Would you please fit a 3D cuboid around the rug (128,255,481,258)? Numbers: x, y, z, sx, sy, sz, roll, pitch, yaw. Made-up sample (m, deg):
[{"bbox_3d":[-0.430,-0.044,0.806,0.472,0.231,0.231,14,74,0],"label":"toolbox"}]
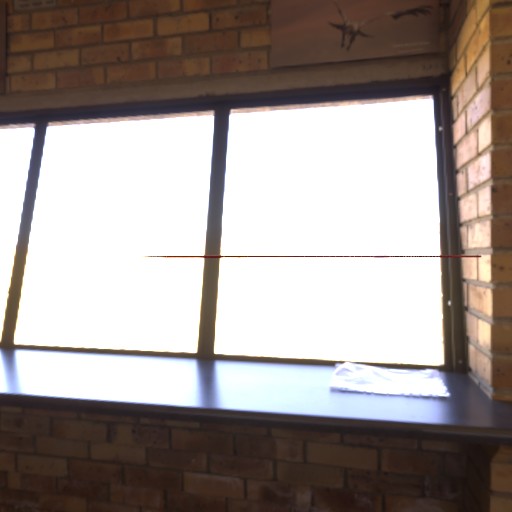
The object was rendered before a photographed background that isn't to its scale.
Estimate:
[{"bbox_3d":[0.000,0.000,2.372,1.223,0.008,1.817,0,0,-19],"label":"rug"}]
